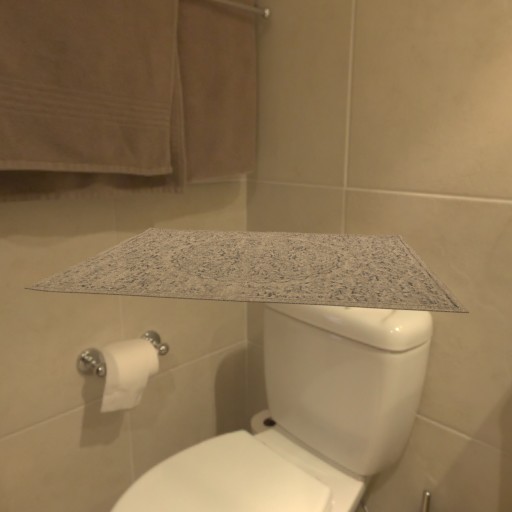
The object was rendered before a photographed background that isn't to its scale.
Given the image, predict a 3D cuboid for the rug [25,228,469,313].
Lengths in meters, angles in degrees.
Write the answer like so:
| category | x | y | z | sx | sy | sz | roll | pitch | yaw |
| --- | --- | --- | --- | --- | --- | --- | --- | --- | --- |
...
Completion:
| category | x | y | z | sx | sy | sz | roll | pitch | yaw |
| --- | --- | --- | --- | --- | --- | --- | --- | --- | --- |
| rug | 0.000 | 0.000 | 3.979 | 2.925 | 0.026 | 2.343 | 2 | 14 | 8 |
